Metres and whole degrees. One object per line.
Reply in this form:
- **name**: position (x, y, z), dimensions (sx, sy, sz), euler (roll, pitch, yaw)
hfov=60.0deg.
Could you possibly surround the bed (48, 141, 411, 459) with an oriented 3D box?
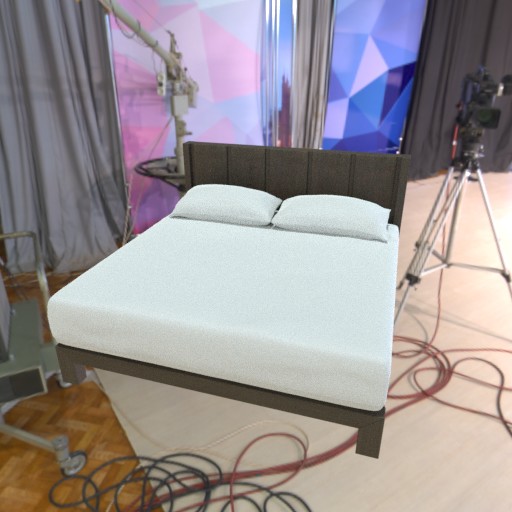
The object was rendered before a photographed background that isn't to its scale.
- **bed**: position (0.000, 0.000, 3.471), dimensions (2.143, 1.261, 2.238), euler (8, 26, 16)
